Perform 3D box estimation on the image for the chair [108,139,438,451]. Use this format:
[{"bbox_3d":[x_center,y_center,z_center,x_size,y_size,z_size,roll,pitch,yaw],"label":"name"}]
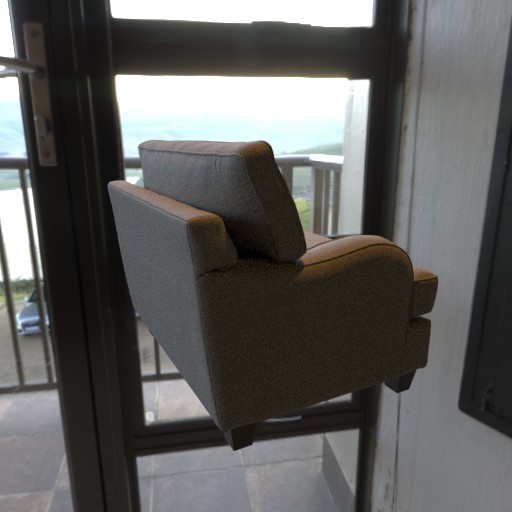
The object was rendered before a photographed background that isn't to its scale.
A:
[{"bbox_3d":[0.000,0.000,1.996,1.041,1.016,1.220,-8,17,-27],"label":"chair"}]
